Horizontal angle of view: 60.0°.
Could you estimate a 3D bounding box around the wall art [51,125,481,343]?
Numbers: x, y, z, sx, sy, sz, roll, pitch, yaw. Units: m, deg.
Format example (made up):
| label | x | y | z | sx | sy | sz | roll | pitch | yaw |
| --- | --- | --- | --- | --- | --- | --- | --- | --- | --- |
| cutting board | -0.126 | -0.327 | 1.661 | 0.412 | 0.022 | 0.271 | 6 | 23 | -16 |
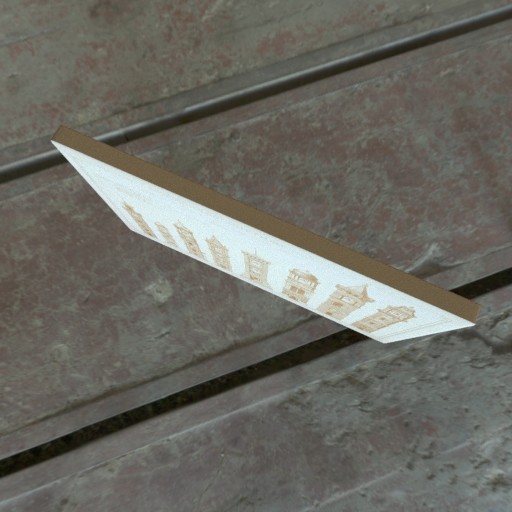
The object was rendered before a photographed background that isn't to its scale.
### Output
| label | x | y | z | sx | sy | sz | roll | pitch | yaw |
| --- | --- | --- | --- | --- | --- | --- | --- | --- | --- |
| wall art | 0.000 | 0.000 | 0.484 | 0.380 | 0.254 | 0.019 | 24 | 77 | 6 |
